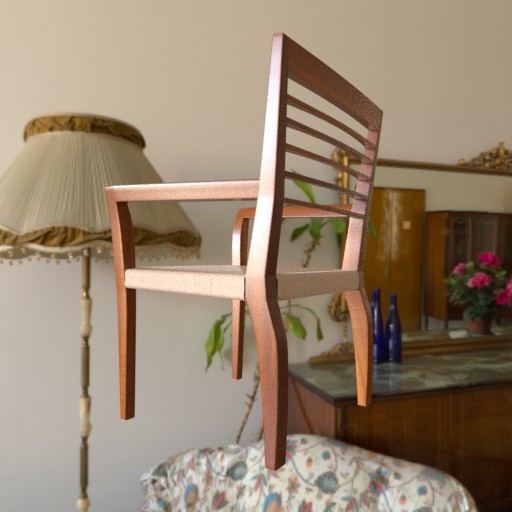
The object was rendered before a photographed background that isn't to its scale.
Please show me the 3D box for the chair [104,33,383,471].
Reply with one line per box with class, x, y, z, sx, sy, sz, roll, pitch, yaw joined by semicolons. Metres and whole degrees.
chair;0.000;0.000;1.216;0.540;0.855;0.587;0;0;35
